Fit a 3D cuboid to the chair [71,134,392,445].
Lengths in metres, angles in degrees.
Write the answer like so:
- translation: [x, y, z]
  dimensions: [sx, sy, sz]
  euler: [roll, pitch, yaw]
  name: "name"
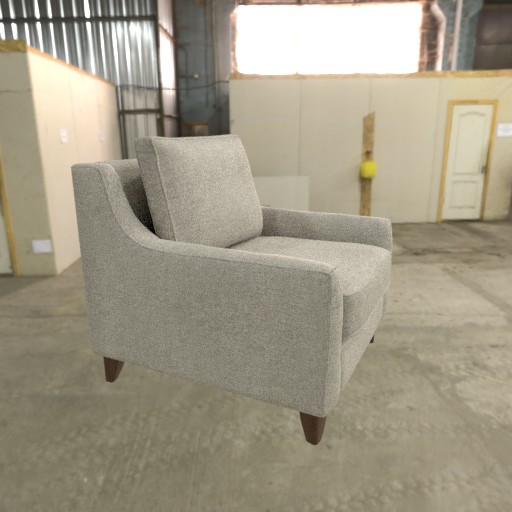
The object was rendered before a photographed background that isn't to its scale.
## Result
- translation: [0.000, 0.000, 1.645]
  dimensions: [0.918, 0.864, 0.838]
  euler: [8, 18, 26]
  name: "chair"
